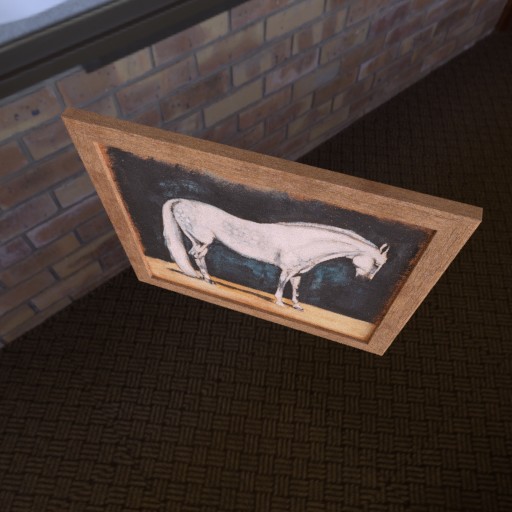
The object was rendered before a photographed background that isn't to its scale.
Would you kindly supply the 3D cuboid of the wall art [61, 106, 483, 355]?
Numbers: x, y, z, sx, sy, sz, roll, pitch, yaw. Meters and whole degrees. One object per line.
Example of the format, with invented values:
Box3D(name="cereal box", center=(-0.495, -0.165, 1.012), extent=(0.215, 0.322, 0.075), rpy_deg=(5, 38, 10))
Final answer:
Box3D(name="wall art", center=(0.000, 0.000, 0.949), extent=(0.690, 0.588, 0.026), rpy_deg=(16, 60, 10))
